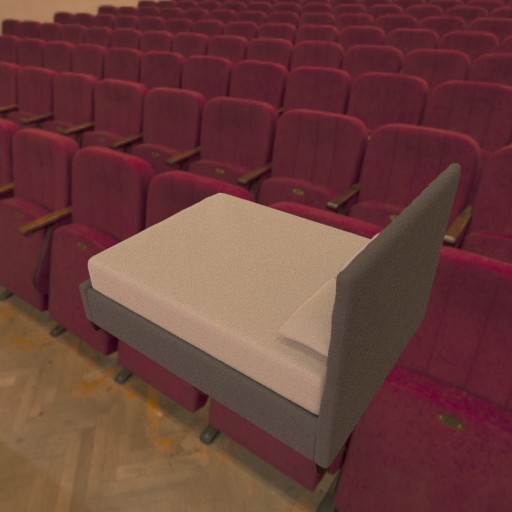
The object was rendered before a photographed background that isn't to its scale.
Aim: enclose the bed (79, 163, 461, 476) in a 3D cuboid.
[{"bbox_3d":[0.000,0.000,3.325,2.231,1.427,1.698,21,38,30],"label":"bed"}]
